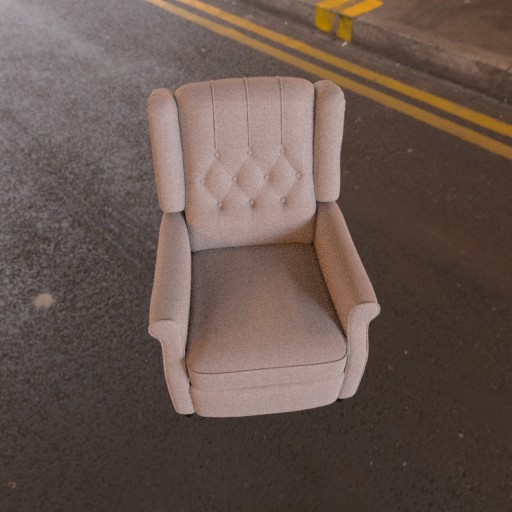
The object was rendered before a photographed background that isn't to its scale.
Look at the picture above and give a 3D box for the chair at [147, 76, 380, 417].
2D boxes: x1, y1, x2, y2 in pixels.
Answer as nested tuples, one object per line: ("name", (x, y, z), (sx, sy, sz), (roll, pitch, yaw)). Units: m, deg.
("chair", (0.000, 0.000, 1.652), (0.742, 1.035, 0.902), (-4, 48, -4))
